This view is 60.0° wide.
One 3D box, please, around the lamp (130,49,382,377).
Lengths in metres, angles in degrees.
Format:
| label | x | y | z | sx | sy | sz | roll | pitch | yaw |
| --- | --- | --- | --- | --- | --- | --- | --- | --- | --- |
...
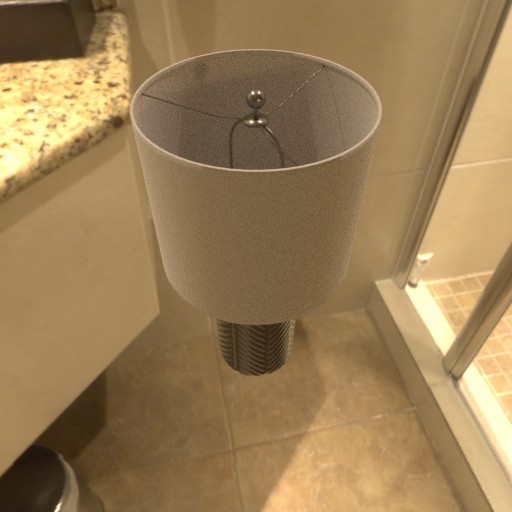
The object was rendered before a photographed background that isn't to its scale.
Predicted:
| label | x | y | z | sx | sy | sz | roll | pitch | yaw |
| --- | --- | --- | --- | --- | --- | --- | --- | --- | --- |
| lamp | 0.000 | 0.000 | 0.499 | 0.203 | 0.389 | 0.203 | 32 | 54 | 27 |
